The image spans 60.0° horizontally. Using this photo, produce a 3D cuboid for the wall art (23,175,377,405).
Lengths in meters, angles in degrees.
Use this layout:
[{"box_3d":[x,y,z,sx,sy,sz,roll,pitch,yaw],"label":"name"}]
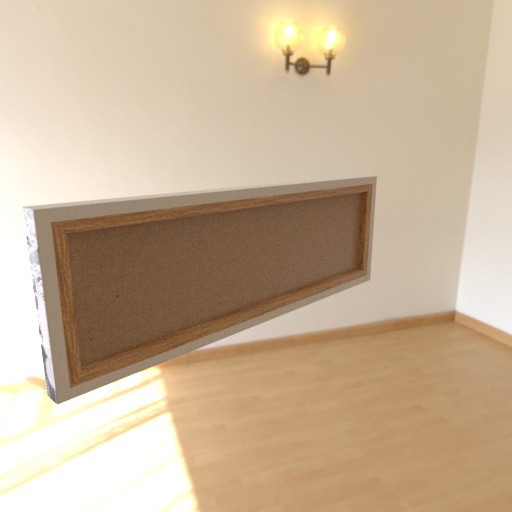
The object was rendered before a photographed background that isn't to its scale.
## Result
[{"box_3d":[0.000,0.000,0.816,0.038,0.255,0.763,14,20,43],"label":"wall art"}]
